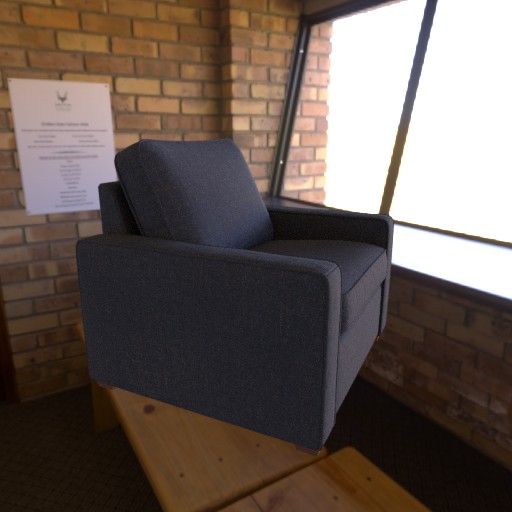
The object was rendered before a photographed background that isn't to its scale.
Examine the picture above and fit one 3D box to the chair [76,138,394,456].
[{"bbox_3d":[0.000,0.000,1.794,0.940,0.919,1.017,7,17,25],"label":"chair"}]
